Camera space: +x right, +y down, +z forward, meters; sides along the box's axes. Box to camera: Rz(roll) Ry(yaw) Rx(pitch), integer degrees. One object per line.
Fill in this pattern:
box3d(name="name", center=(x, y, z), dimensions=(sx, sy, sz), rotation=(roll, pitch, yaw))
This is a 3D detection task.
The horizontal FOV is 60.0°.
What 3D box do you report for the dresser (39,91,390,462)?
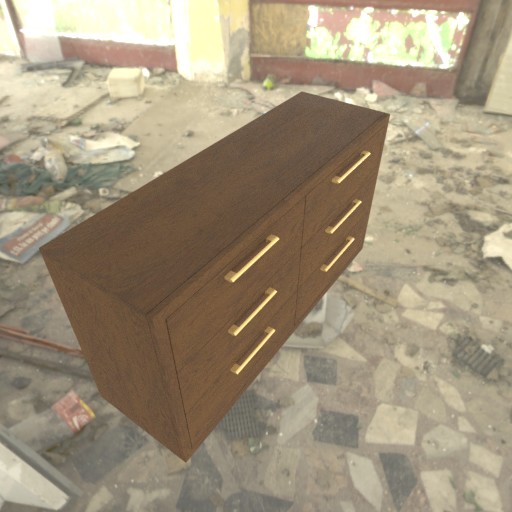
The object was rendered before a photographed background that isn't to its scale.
box3d(name="dresser", center=(0.000, 0.000, 1.972), dimensions=(0.512, 0.889, 1.523), rotation=(25, 47, 26))
